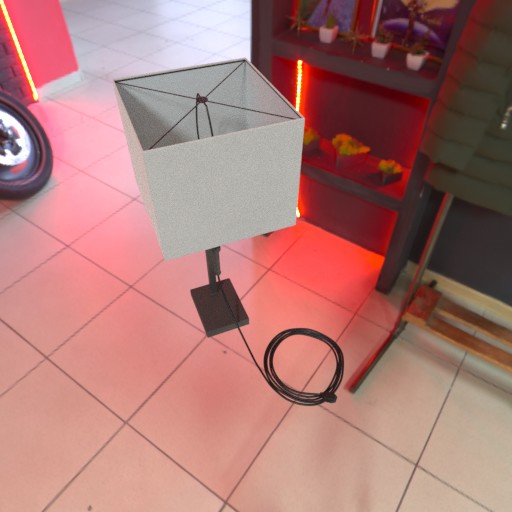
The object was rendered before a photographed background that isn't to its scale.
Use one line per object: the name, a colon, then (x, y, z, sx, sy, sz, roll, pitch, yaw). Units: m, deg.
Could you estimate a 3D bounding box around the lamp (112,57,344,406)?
lamp: (0.000, 0.000, 0.986, 0.399, 0.660, 0.504, -16, 48, -15)
